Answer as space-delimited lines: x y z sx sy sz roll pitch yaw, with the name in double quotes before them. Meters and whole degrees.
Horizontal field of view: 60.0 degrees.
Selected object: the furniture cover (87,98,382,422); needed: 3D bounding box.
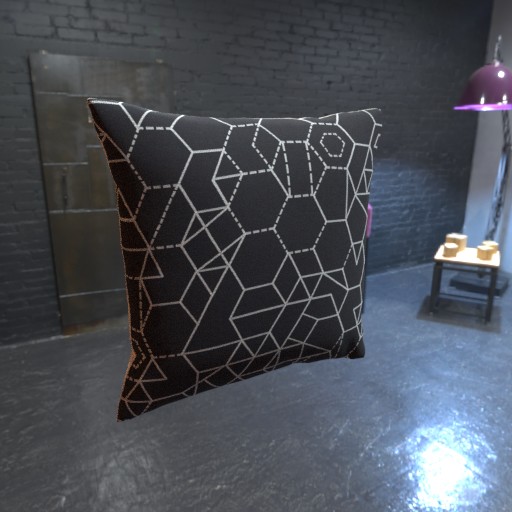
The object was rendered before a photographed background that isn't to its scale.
"furniture cover" 0.000 0.000 0.779 0.517 0.508 0.158 -8 17 -26
